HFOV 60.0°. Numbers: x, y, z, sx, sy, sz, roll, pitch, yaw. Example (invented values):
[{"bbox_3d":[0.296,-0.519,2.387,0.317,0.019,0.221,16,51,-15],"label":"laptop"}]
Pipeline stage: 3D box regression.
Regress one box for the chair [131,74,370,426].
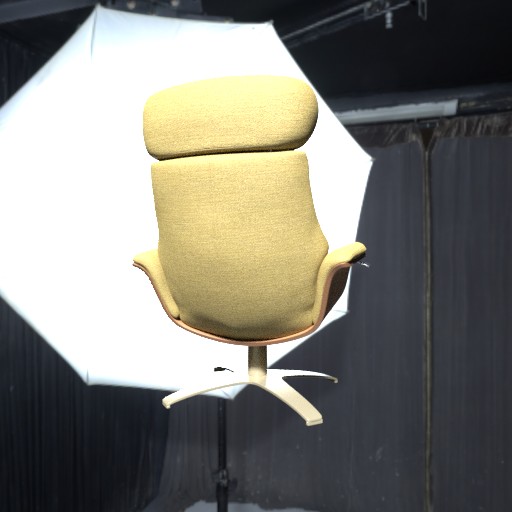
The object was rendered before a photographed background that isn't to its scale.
[{"bbox_3d":[0.000,0.000,1.595,0.785,0.995,0.837,0,-1,18],"label":"chair"}]
